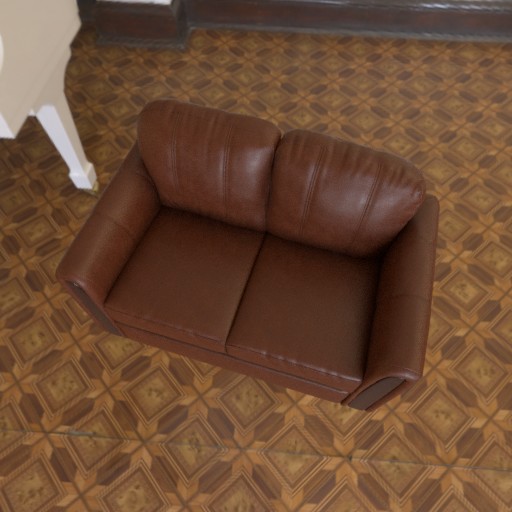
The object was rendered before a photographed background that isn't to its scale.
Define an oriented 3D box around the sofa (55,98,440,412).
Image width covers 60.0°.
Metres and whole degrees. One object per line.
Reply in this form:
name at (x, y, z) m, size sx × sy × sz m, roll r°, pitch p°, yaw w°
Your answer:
sofa at (0.000, 0.000, 1.892) m, size 1.406 × 0.906 × 0.805 m, roll 15°, pitch 58°, yaw 9°
